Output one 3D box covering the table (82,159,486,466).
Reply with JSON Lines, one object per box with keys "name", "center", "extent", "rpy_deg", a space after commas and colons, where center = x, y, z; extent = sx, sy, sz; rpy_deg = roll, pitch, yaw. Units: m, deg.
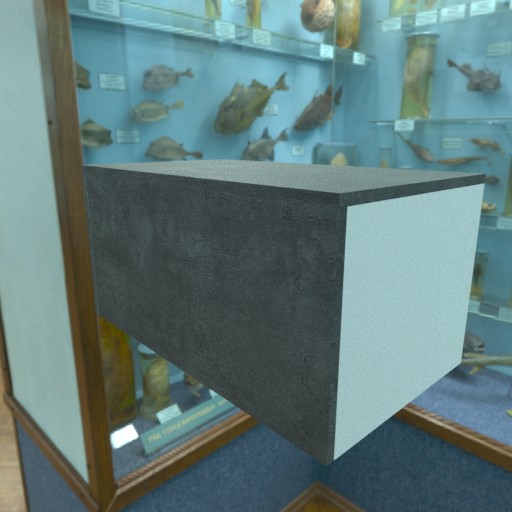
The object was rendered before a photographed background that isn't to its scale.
{"name": "table", "center": [0.000, 0.000, 0.903], "extent": [0.400, 0.350, 0.700], "rpy_deg": [-13, 20, -41]}
